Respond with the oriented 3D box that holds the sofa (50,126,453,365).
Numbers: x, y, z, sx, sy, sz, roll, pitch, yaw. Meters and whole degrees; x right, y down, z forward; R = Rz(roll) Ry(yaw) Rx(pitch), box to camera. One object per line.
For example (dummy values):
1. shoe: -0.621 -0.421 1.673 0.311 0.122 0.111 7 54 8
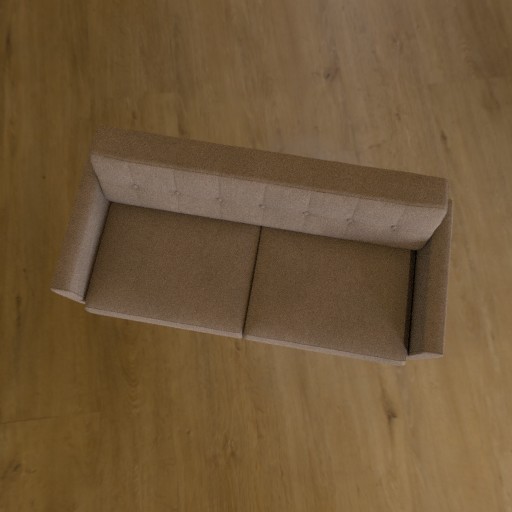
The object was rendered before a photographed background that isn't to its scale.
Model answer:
1. sofa: 0.000 0.000 2.484 2.029 0.841 0.909 9 75 2
